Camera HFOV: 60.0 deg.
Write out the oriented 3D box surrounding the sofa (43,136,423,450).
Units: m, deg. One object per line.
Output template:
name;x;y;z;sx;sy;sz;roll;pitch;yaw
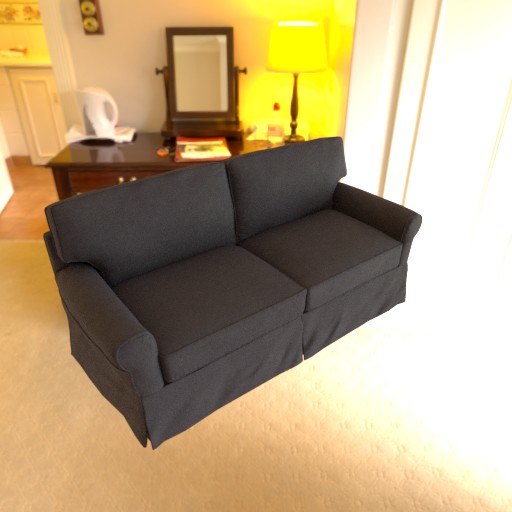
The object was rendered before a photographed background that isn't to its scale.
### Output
sofa;0.000;0.000;2.821;2.256;1.094;0.983;-21;36;-32
